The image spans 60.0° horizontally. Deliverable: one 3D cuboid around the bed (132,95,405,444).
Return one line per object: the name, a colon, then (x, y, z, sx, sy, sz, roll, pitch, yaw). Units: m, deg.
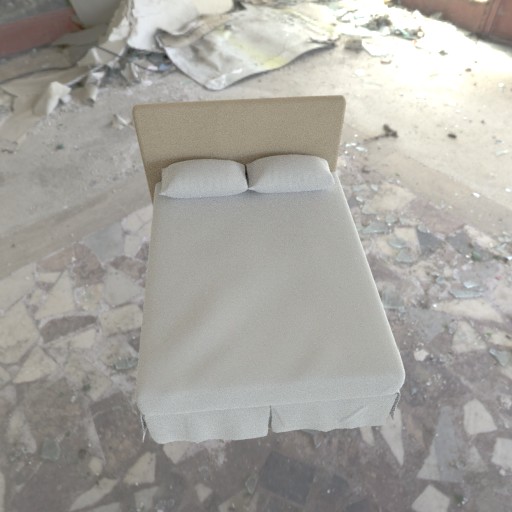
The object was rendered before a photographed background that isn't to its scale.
bed: (0.000, 0.000, 3.205, 1.723, 1.330, 2.142, -4, 48, -3)
